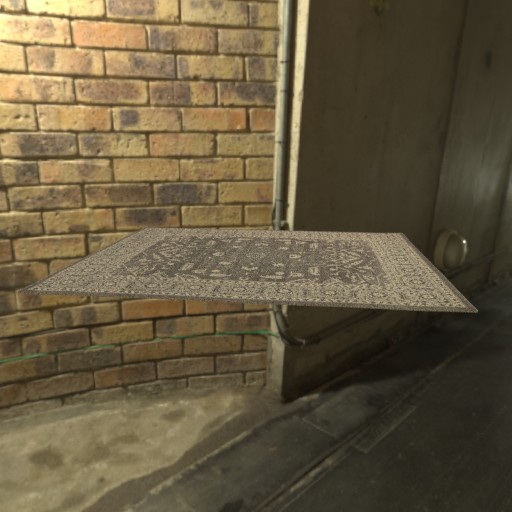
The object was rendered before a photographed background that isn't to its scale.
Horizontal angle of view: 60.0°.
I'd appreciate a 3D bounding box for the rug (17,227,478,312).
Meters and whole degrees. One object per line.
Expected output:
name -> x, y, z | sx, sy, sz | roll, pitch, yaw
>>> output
rug -> 0.000, 0.000, 4.067 | 3.069, 0.026, 2.451 | 2, 15, 7
